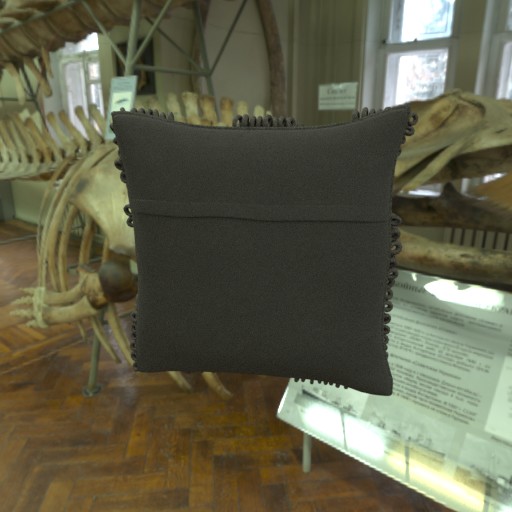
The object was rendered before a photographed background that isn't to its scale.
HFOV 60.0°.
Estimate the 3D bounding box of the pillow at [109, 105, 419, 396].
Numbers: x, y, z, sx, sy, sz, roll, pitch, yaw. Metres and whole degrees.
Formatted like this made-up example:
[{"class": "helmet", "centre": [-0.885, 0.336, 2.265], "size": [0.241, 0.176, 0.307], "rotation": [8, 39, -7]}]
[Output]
[{"class": "pillow", "centre": [0.000, 0.000, 0.728], "size": [0.470, 0.467, 0.172], "rotation": [3, 17, 8]}]
